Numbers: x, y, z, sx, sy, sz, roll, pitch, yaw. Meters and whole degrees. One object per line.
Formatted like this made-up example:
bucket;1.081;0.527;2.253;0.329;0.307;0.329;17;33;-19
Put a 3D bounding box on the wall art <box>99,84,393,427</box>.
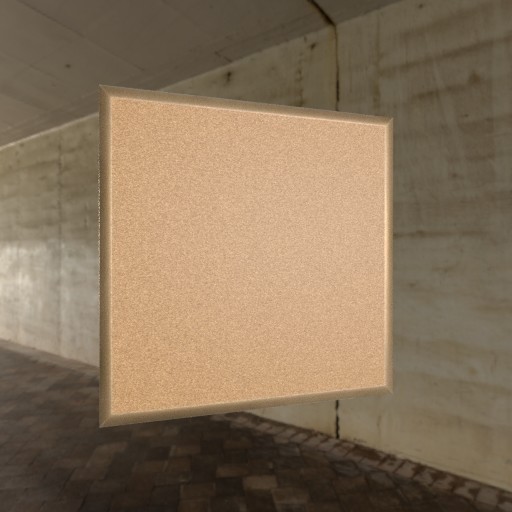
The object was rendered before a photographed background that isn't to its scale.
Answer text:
wall art;0.000;0.000;0.458;0.305;0.303;0.038;0;0;-18
